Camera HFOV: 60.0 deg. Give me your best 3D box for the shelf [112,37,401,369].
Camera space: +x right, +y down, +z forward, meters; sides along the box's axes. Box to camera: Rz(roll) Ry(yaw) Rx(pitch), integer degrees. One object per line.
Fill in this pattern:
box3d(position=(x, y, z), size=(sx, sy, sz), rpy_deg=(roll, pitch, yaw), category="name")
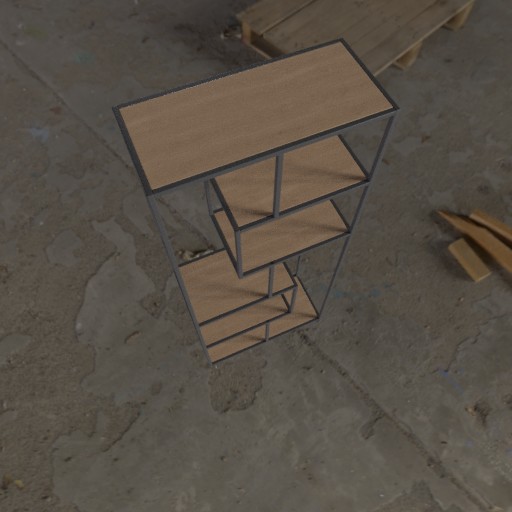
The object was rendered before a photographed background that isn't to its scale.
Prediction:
box3d(position=(0.000, 0.000, 2.110), size=(0.770, 1.850, 0.350), rpy_deg=(-21, 64, -11), category="shelf")
